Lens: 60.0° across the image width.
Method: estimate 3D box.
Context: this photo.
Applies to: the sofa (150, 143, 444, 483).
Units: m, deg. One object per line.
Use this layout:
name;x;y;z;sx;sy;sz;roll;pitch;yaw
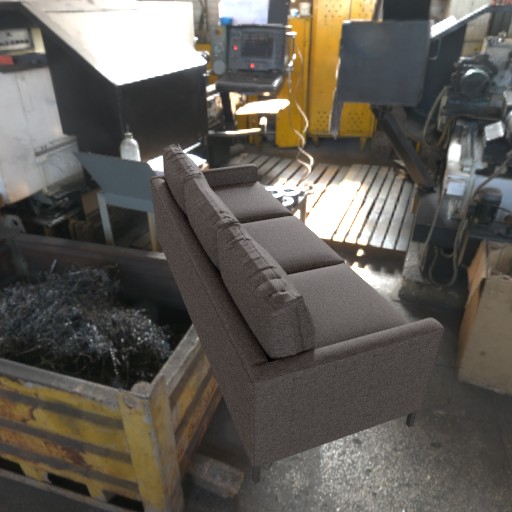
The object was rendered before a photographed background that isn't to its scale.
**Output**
sofa;0.000;0.000;2.675;0.876;0.882;2.253;-11;32;-18
